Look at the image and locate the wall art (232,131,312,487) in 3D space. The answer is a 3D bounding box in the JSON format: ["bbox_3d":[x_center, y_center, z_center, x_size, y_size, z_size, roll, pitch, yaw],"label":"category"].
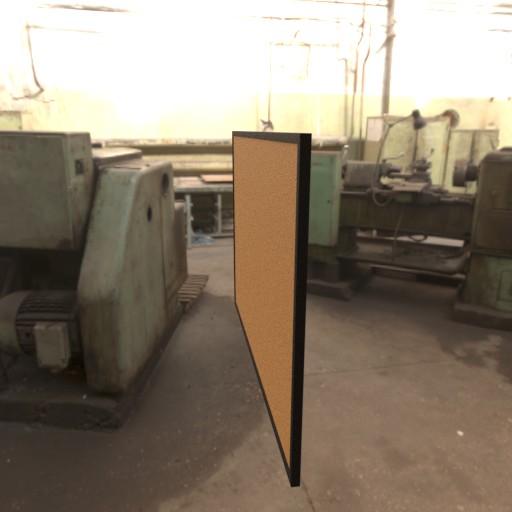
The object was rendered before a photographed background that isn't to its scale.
[{"bbox_3d":[0.000,0.000,0.848,0.013,0.458,0.664,-3,16,-9],"label":"wall art"}]
